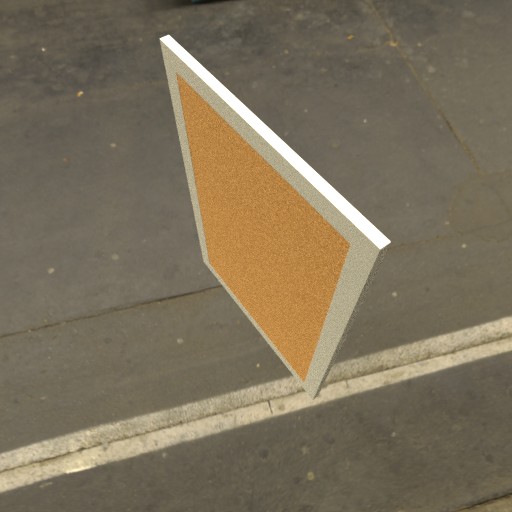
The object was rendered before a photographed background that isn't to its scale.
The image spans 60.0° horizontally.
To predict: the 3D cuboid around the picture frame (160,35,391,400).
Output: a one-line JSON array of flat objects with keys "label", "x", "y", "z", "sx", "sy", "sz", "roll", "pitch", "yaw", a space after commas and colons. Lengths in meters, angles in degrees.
[{"label": "picture frame", "x": 0.000, "y": 0.000, "z": 0.595, "sx": 0.011, "sy": 0.459, "sz": 0.326, "roll": -32, "pitch": 64, "yaw": -18}]
